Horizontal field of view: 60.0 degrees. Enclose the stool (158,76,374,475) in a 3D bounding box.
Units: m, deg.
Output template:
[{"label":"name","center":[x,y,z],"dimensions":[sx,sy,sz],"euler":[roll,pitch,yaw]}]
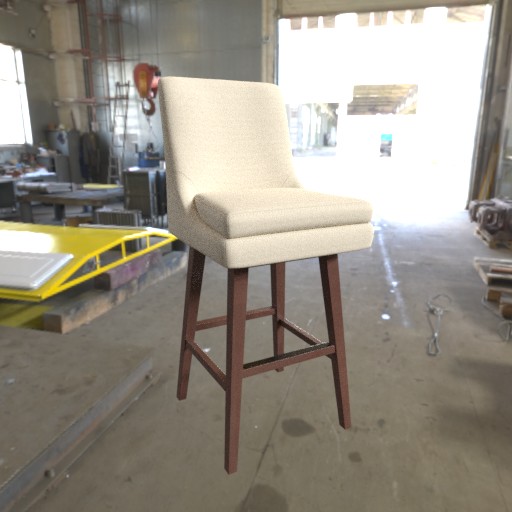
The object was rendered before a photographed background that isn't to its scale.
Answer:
[{"label":"stool","center":[0.000,0.000,1.400],"dimensions":[0.483,1.093,0.559],"euler":[-8,17,-28]}]
